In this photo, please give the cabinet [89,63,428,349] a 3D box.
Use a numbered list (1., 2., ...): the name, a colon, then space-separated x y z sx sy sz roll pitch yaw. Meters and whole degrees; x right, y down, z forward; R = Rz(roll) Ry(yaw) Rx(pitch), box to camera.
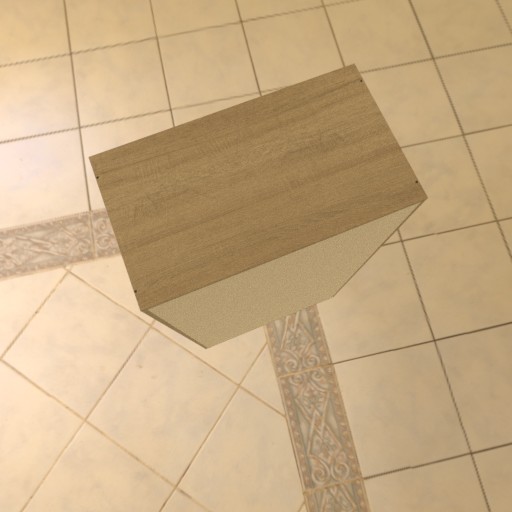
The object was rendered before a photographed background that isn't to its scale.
1. cabinet: 0.000 0.000 2.460 1.006 1.999 0.571 -21 76 -6
